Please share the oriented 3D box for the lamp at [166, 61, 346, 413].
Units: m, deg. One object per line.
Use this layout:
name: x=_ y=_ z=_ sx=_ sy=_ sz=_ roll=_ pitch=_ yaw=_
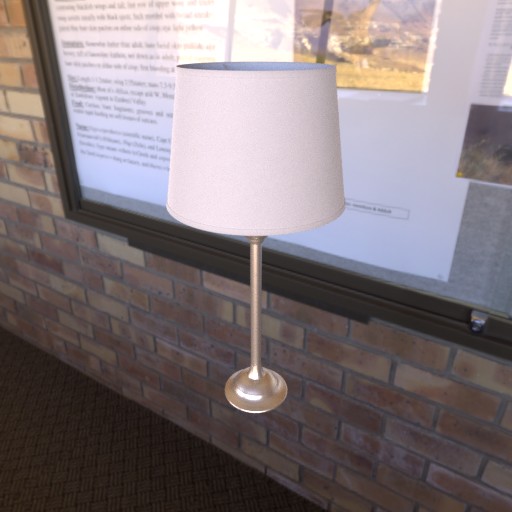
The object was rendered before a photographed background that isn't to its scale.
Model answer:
lamp: x=0.000 y=0.000 z=0.883 sx=0.331 sy=0.698 sz=0.331 roll=0 pitch=26 yaw=0
